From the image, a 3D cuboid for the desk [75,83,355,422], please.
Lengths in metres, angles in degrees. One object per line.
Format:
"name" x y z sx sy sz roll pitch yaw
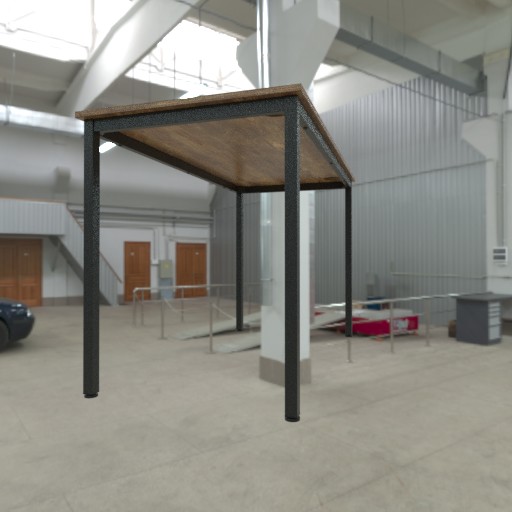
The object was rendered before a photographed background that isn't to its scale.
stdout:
"desk" 0.000 0.000 1.628 0.600 0.749 1.200 0 0 18
